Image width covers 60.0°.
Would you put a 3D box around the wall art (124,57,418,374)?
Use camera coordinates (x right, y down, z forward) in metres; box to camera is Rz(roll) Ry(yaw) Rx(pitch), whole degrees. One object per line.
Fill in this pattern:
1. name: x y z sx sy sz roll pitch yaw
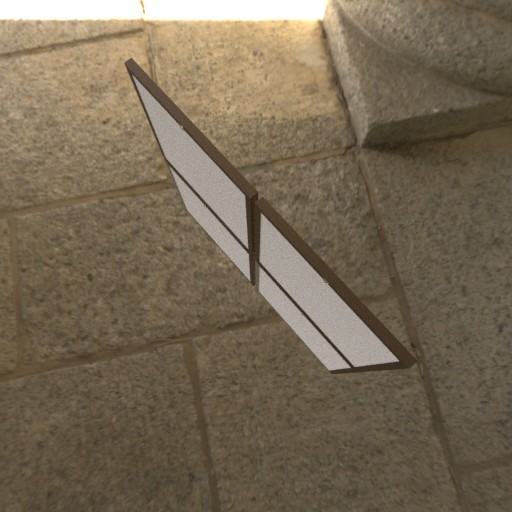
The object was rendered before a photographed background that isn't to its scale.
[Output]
1. wall art: 0.000 0.000 1.556 0.030 1.032 1.032 -40 78 -10
